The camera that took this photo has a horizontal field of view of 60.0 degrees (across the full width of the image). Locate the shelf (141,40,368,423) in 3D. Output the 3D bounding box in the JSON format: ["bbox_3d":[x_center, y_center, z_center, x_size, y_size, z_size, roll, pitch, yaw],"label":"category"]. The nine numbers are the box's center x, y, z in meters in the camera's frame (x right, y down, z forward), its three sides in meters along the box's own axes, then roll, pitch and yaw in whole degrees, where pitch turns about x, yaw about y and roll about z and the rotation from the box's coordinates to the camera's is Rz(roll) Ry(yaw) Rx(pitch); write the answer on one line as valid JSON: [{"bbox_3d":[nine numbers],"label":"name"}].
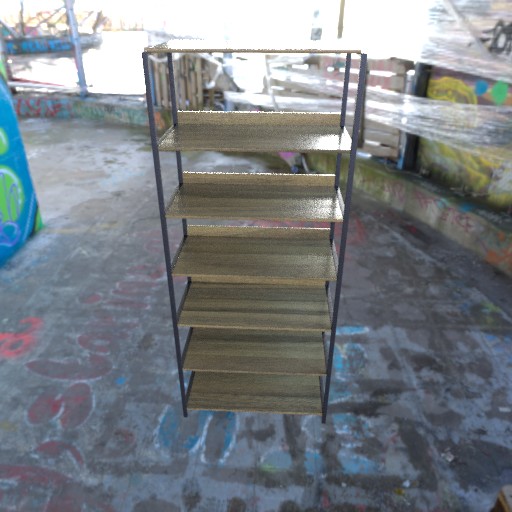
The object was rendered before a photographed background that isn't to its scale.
[{"bbox_3d":[0.000,0.000,2.331,0.847,2.015,0.431,2,30,3],"label":"shelf"}]
